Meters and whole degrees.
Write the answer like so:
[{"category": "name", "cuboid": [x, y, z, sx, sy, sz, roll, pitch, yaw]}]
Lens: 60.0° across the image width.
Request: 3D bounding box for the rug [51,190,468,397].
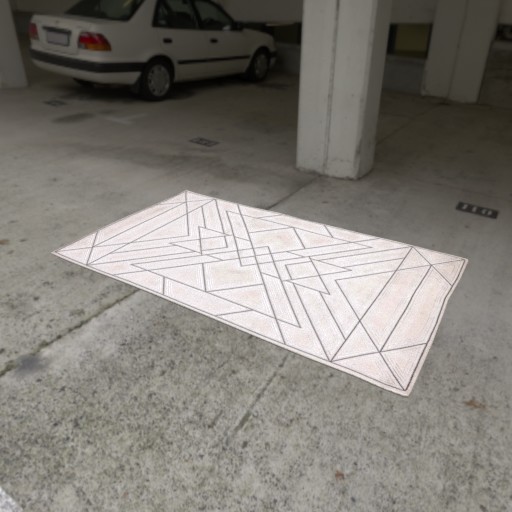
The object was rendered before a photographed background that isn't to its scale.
[{"category": "rug", "cuboid": [0.000, 0.000, 1.063, 0.869, 0.008, 0.511, 17, 33, 28]}]
